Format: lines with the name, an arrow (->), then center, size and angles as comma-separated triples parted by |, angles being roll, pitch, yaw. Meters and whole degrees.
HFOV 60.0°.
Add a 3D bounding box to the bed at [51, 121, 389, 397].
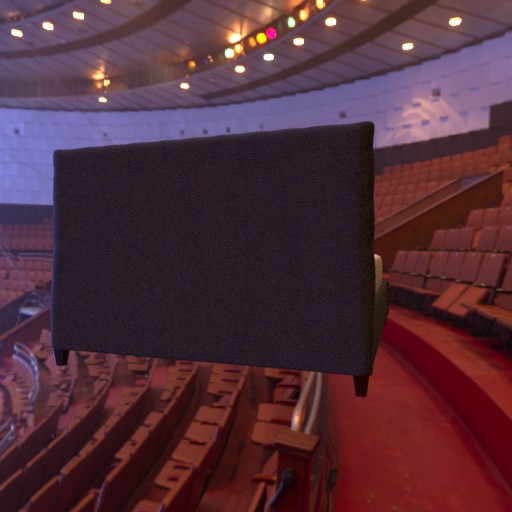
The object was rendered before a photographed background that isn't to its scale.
bed -> 0.000, 0.000, 3.700 | 2.078, 1.427, 2.387 | 0, 1, 19
